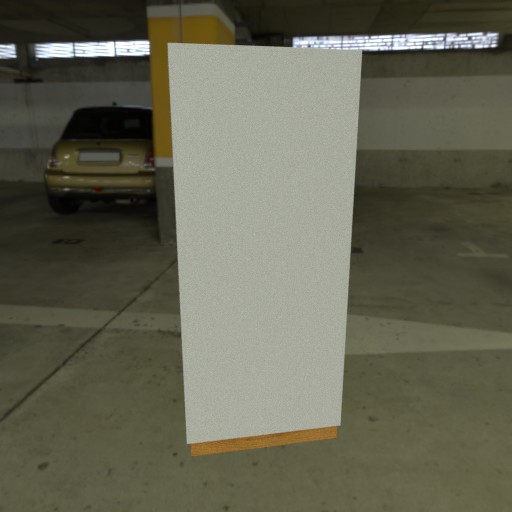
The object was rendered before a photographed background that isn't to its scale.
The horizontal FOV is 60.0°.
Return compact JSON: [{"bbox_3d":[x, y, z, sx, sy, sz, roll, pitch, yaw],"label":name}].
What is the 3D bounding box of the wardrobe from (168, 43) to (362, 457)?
[{"bbox_3d":[0.000,0.000,2.472,0.860,2.040,0.600,-3,16,-10],"label":"wardrobe"}]
